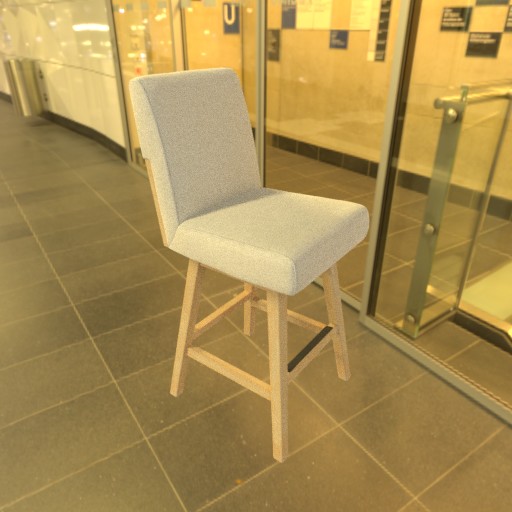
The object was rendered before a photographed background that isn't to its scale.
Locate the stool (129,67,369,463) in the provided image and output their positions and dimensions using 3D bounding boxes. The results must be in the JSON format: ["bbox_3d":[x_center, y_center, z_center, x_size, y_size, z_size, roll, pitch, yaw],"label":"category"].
[{"bbox_3d":[0.000,0.000,1.341,0.543,1.015,0.446,19,33,32],"label":"stool"}]
